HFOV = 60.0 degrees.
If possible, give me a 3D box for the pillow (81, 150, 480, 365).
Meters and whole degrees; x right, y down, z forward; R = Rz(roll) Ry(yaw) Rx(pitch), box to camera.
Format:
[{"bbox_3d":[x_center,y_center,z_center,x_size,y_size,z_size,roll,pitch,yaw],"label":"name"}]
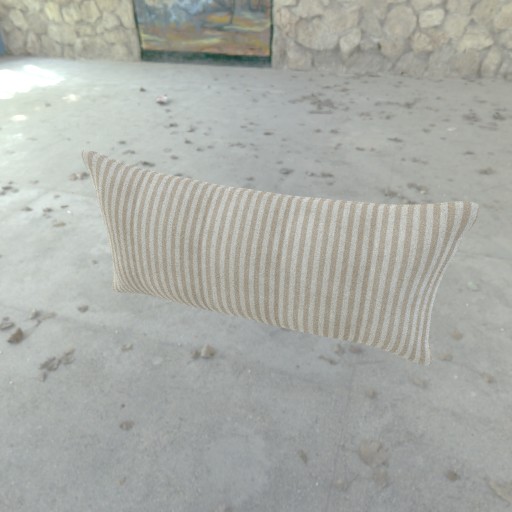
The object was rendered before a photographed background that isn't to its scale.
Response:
[{"bbox_3d":[0.000,0.000,0.737,0.617,0.295,0.151,11,35,16],"label":"pillow"}]
